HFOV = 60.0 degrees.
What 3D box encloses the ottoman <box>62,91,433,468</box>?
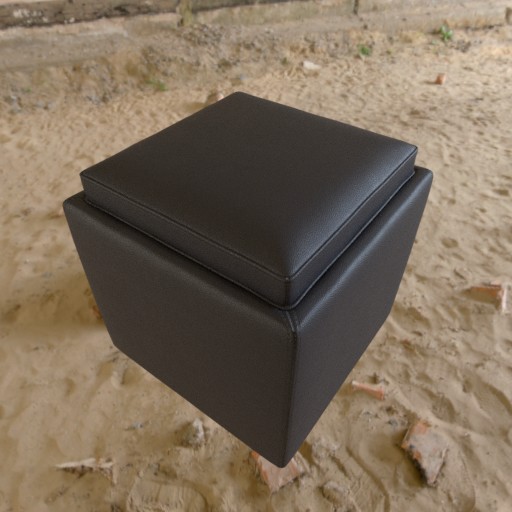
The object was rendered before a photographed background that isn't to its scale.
[{"bbox_3d":[0.000,0.000,0.823,0.450,0.460,0.451,27,49,26],"label":"ottoman"}]
